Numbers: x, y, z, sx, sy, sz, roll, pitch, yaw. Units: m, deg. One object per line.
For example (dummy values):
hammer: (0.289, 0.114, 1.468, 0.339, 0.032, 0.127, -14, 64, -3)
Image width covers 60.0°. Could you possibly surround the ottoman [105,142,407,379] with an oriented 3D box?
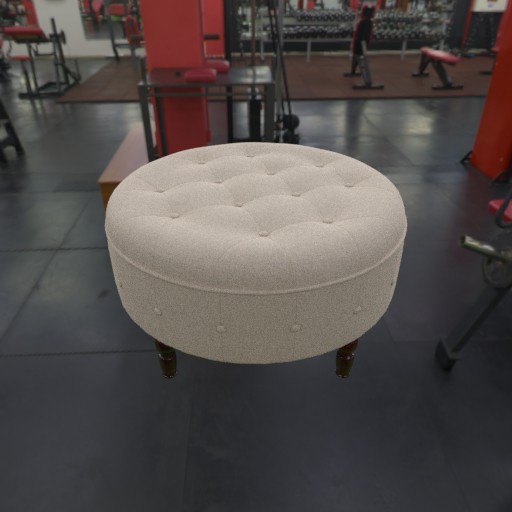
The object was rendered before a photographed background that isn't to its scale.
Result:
ottoman: (0.000, 0.000, 1.383, 0.848, 0.494, 0.848, 0, 32, 0)
